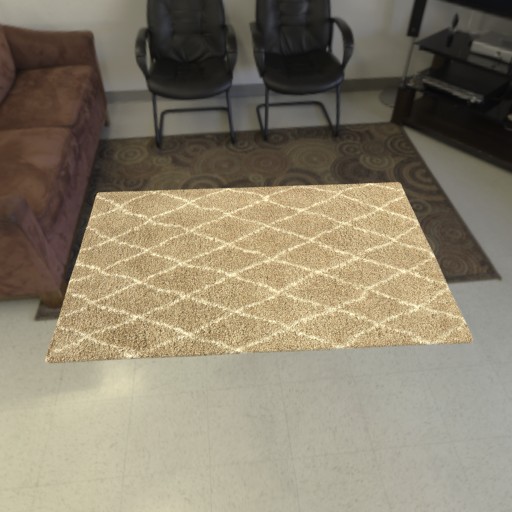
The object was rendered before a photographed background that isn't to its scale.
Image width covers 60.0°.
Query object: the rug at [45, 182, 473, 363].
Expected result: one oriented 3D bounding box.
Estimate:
[{"bbox_3d":[0.000,0.000,3.038,2.438,0.030,1.524,-2,46,-2],"label":"rug"}]
